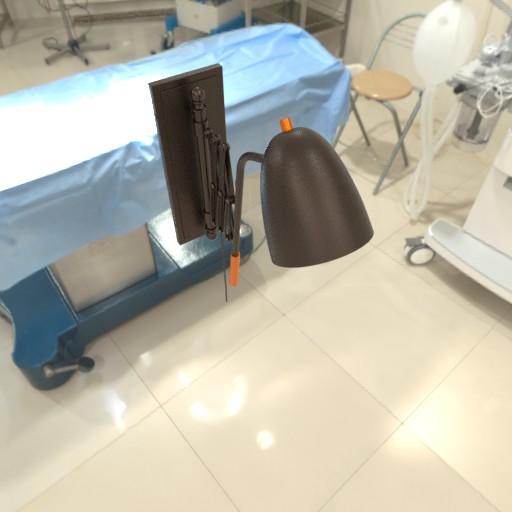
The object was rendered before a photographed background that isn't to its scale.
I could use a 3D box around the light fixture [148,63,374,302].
[{"bbox_3d":[0.000,0.000,0.930,0.162,0.715,0.499,-26,52,-22],"label":"light fixture"}]
